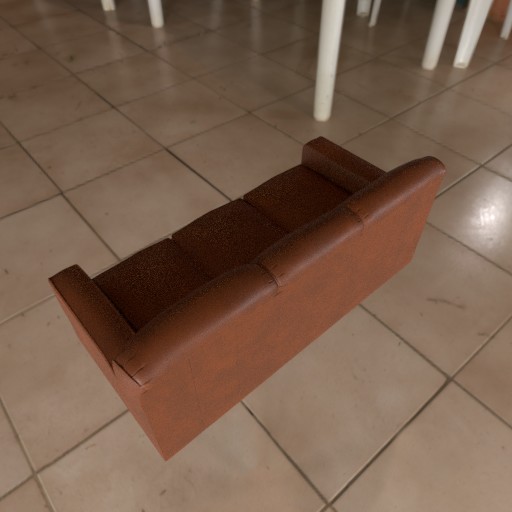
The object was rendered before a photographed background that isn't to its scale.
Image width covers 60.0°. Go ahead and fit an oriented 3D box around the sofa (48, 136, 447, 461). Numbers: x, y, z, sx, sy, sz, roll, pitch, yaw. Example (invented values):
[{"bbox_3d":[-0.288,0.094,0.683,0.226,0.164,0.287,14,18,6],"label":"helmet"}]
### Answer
[{"bbox_3d":[0.000,0.000,2.558,2.039,0.953,1.008,-33,55,-27],"label":"sofa"}]
